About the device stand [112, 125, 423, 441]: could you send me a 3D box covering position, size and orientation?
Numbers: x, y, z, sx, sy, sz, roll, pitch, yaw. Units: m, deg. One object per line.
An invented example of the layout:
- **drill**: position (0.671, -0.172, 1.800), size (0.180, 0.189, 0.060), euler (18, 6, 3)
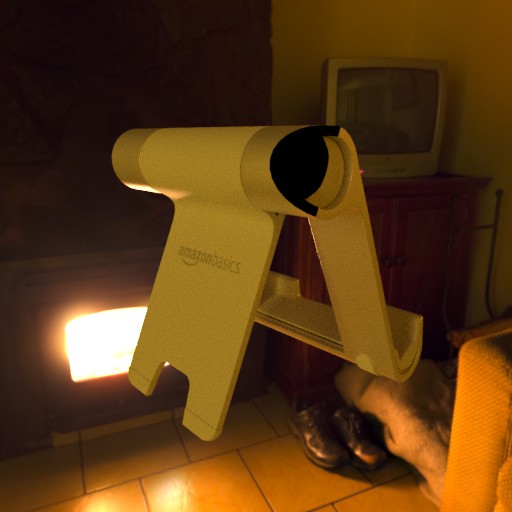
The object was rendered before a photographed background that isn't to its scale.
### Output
- **device stand**: position (0.000, 0.000, 0.151), size (0.079, 0.084, 0.086), euler (-14, 21, -42)
